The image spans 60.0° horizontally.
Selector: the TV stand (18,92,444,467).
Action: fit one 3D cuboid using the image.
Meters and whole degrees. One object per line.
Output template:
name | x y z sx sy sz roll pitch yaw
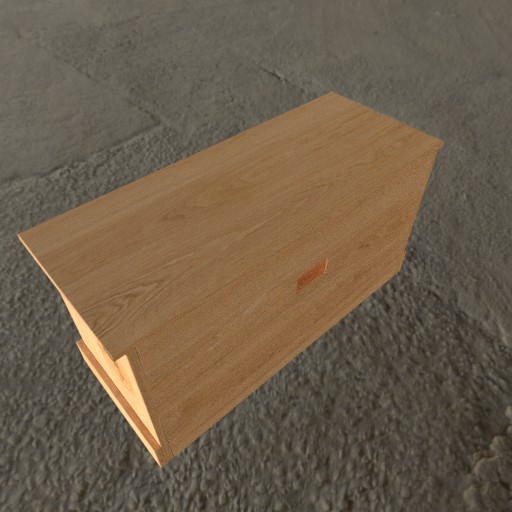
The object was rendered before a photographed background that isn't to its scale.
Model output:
TV stand | 0.000 0.000 1.347 1.080 0.550 0.440 -33 54 -28
